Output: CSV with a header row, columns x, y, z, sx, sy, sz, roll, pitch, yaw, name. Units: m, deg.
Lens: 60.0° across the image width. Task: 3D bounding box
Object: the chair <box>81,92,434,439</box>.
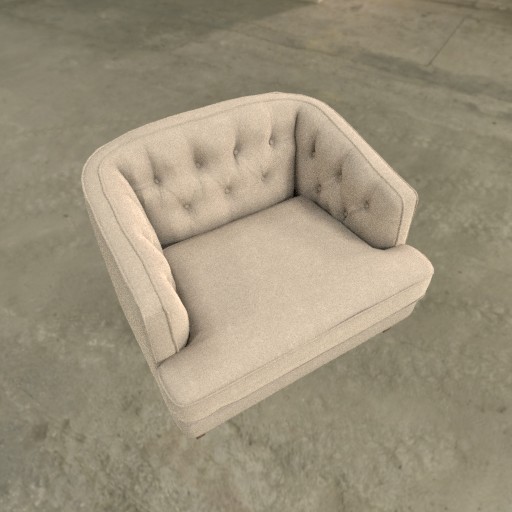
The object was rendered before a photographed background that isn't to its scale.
x,y,z,sx,sy,sz,roll,pitch,yaw,name
0.000,0.000,1.777,1.104,0.852,0.941,-23,51,-21,chair
